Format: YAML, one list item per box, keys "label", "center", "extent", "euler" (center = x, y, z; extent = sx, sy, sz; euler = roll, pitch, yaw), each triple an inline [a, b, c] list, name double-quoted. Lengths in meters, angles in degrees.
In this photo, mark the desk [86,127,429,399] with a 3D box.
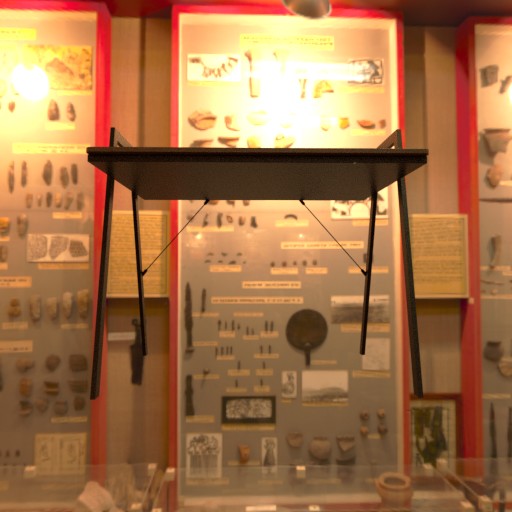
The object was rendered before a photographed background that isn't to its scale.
- label: "desk"
  center: [0.000, 0.000, 1.869]
  extent: [1.143, 0.998, 0.936]
  euler: [0, -2, -1]
